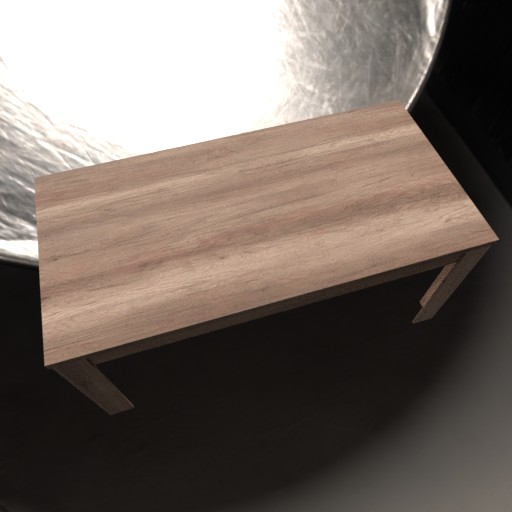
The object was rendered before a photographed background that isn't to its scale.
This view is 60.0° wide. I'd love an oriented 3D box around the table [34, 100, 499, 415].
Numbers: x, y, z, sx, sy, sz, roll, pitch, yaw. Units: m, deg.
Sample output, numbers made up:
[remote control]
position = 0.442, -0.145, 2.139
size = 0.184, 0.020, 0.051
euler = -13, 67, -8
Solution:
[table]
position = 0.000, 0.000, 2.229
size = 1.800, 0.790, 0.900
euler = -15, 59, -9
